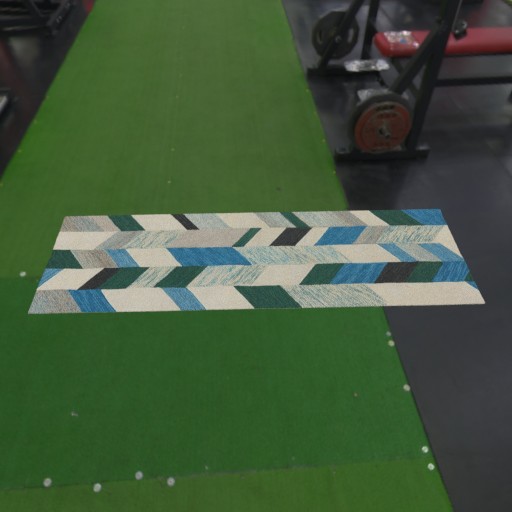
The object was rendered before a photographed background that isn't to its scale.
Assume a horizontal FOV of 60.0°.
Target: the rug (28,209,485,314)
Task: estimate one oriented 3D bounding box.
[{"bbox_3d":[0.000,0.000,2.616,2.437,0.008,0.774,-1,47,-1],"label":"rug"}]
